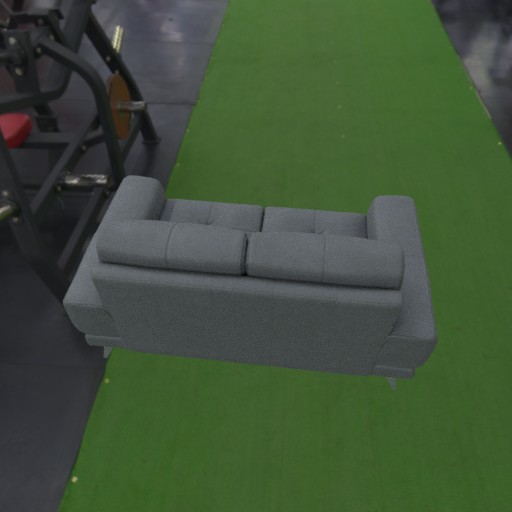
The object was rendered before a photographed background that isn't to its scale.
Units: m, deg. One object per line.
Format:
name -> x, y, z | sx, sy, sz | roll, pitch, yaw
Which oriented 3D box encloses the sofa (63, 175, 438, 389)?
sofa -> 0.000, 0.000, 2.435 | 1.806, 0.907, 1.018 | 5, 48, 5
